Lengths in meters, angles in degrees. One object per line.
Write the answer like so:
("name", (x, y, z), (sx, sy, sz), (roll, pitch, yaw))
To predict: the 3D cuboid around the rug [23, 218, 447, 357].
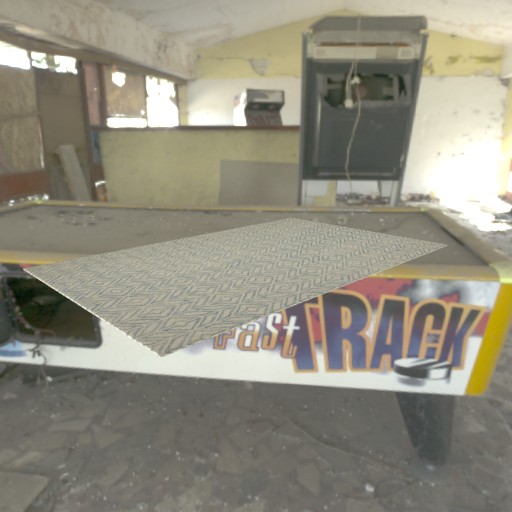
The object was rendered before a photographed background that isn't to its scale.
("rug", (0.000, 0.000, 2.969), (2.441, 0.008, 1.526), (-14, 21, -42))
